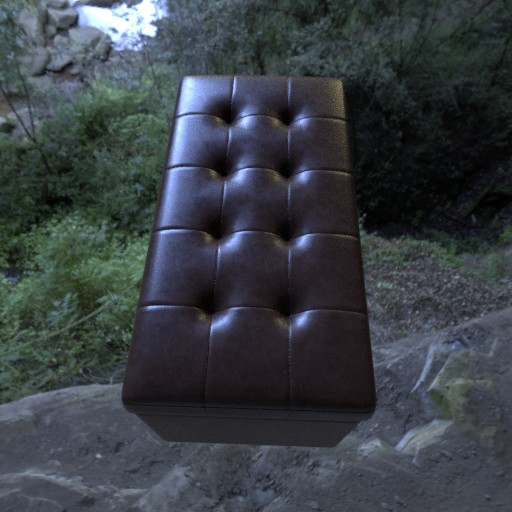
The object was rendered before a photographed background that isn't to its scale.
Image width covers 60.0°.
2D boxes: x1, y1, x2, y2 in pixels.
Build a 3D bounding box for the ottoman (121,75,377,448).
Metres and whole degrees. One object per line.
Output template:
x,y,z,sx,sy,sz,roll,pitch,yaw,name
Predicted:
0.000,0.000,1.111,0.432,0.470,0.838,2,59,1,ottoman
